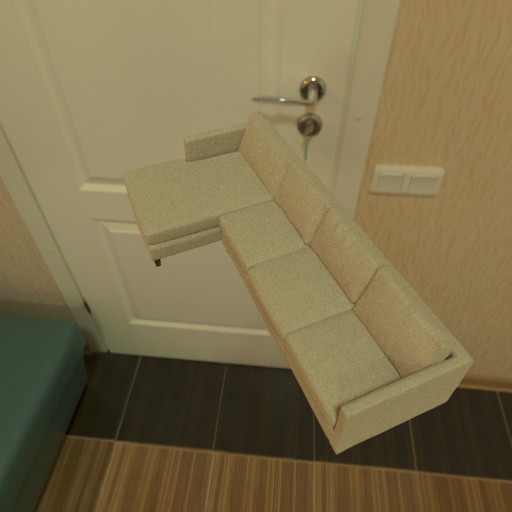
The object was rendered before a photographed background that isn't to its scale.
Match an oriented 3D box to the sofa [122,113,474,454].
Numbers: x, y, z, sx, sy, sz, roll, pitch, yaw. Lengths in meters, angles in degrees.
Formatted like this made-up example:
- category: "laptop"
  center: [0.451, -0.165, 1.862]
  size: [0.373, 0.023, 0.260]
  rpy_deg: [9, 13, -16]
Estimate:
- category: "sofa"
  center: [0.000, 0.000, 3.721]
  size: [1.625, 0.846, 3.186]
  rpy_deg: [-18, 50, -16]
